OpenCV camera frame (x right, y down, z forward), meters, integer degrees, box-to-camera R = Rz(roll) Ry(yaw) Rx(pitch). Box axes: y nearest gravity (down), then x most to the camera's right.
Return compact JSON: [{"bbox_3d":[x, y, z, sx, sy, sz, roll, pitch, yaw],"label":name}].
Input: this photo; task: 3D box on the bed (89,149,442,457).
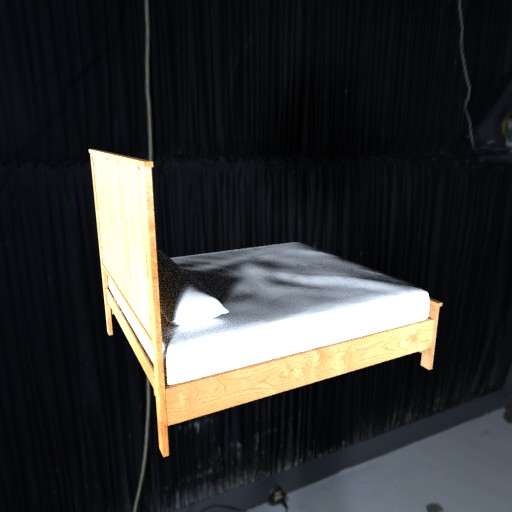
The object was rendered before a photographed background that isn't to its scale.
[{"bbox_3d":[0.000,0.000,3.651,2.201,1.686,1.936,-8,17,-26],"label":"bed"}]
